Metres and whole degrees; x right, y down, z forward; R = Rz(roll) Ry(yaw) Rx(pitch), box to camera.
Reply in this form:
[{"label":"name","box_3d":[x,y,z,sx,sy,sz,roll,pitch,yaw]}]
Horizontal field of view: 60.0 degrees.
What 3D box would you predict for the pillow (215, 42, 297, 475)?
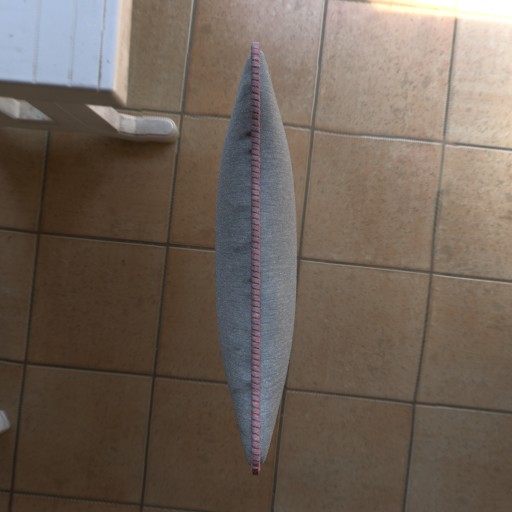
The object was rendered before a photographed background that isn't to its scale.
[{"label":"pillow","box_3d":[0.000,0.000,0.715,0.124,0.491,0.482,0,90,0]}]
